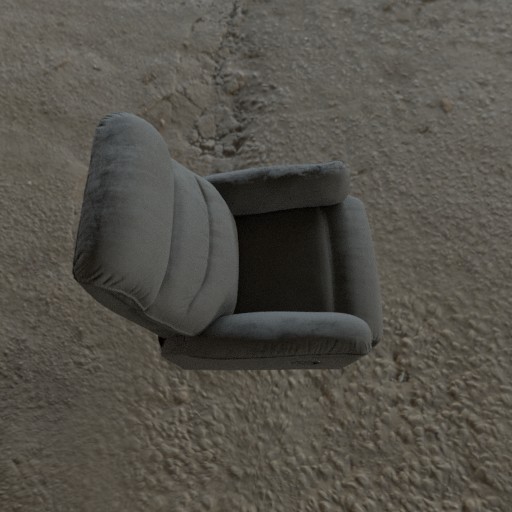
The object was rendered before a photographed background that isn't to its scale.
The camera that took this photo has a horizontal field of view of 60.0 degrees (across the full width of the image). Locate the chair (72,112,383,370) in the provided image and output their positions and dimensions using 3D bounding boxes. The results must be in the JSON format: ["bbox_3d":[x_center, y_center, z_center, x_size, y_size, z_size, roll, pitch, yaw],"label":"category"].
[{"bbox_3d":[0.000,0.000,1.729,1.004,1.037,0.820,-1,64,-1],"label":"chair"}]
